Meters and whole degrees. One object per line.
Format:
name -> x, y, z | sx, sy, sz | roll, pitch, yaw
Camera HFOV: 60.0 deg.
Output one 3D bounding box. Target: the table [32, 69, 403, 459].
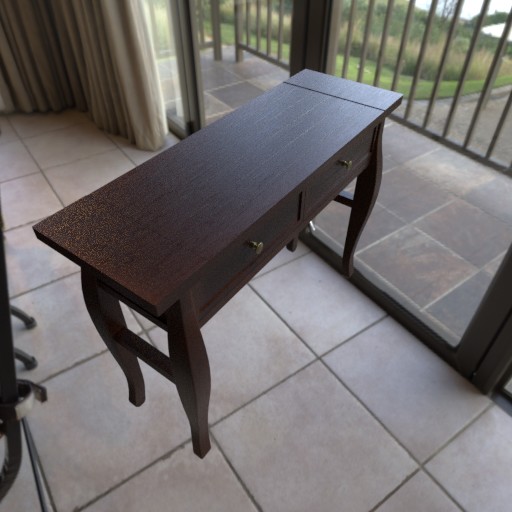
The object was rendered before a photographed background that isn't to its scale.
table -> 0.000, 0.000, 1.401 | 0.373, 0.768, 1.062 | 27, 49, 26
